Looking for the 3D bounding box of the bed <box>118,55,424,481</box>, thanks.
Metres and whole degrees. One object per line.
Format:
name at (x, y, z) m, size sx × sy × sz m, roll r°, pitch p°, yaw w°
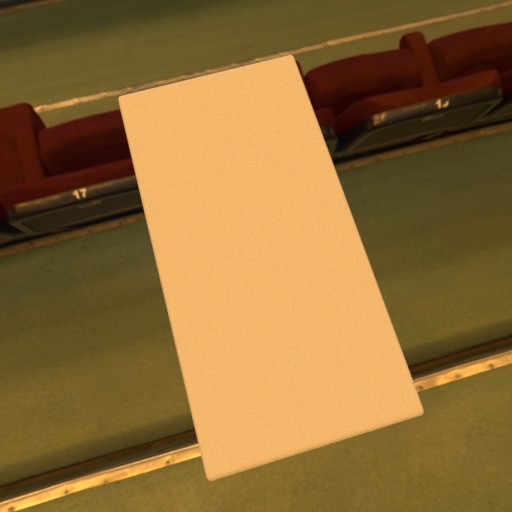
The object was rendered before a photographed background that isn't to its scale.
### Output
bed at (0.000, 0.000, 2.377) m, size 0.961 × 0.616 × 1.902 m, roll -15°, pitch 75°, yaw -4°
